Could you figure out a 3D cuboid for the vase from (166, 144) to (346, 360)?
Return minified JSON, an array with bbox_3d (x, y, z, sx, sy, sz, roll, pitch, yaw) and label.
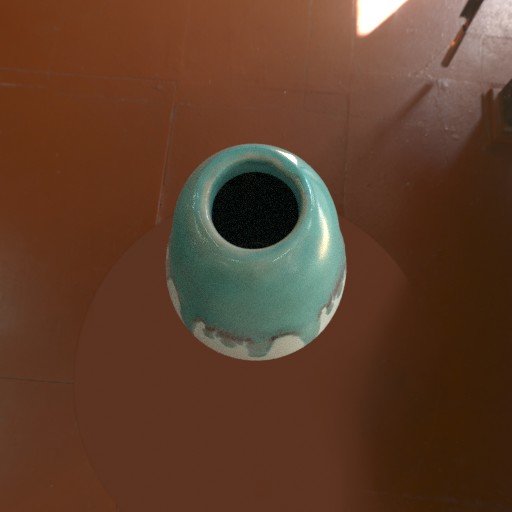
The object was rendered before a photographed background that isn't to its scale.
[{"bbox_3d":[0.000,0.000,0.254,0.116,0.179,0.116,0,76,0],"label":"vase"}]
